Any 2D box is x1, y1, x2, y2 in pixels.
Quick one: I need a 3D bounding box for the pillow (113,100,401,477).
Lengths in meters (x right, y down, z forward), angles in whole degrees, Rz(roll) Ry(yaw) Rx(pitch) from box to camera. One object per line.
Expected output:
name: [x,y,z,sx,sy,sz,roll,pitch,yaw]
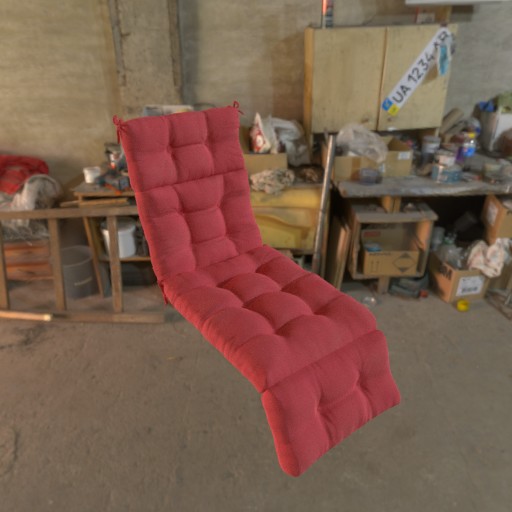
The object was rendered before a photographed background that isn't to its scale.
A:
pillow: [0.000,0.000,1.512,0.526,0.863,1.016,-20,34,-32]
